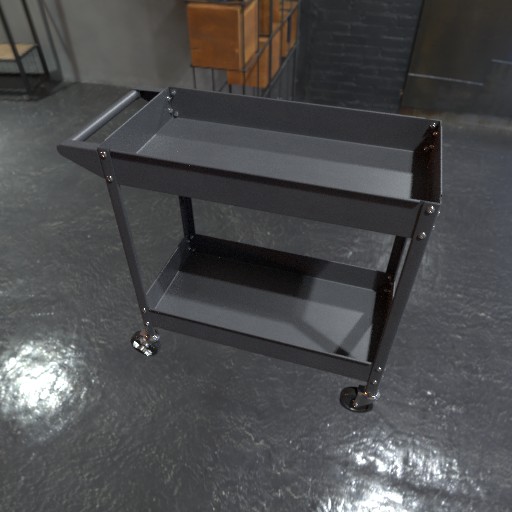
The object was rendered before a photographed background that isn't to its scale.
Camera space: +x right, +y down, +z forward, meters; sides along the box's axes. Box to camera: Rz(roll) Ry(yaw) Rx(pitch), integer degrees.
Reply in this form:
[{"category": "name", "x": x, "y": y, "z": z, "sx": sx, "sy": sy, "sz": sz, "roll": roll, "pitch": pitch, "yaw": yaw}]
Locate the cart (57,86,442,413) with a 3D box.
[{"category": "cart", "x": 0.000, "y": 0.000, "z": 1.186, "sx": 0.779, "sy": 0.719, "sz": 0.366, "roll": 12, "pitch": 43, "yaw": 13}]
